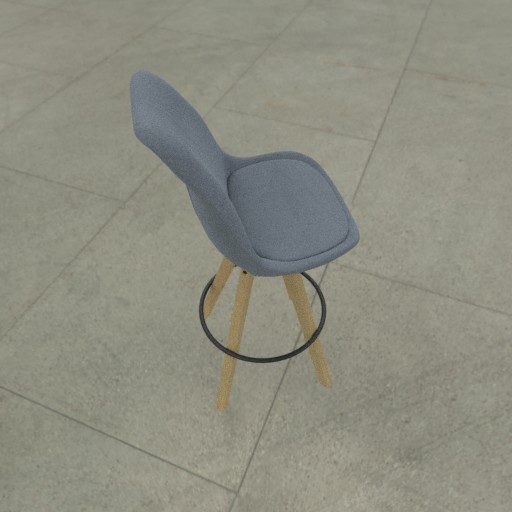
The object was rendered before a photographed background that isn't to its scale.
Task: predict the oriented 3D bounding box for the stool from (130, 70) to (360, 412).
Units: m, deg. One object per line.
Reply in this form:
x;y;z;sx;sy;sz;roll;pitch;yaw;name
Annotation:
0.000;0.000;1.386;0.550;1.115;0.485;-10;49;-9;stool
